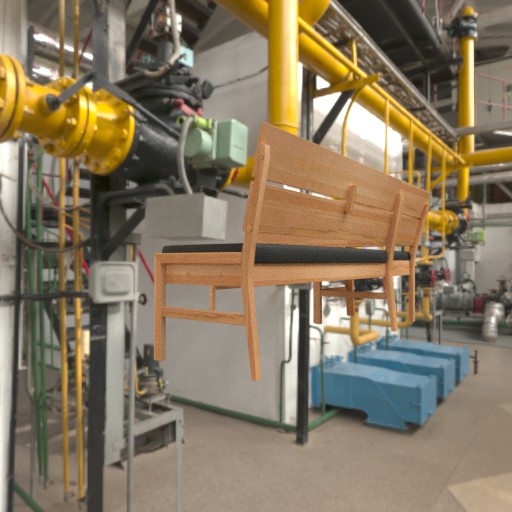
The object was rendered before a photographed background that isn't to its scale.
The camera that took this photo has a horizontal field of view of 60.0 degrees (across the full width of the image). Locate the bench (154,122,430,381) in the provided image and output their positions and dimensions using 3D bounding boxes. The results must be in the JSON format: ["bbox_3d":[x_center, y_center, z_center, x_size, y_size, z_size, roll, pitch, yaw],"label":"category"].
[{"bbox_3d":[0.000,0.000,2.748,1.548,0.890,1.948,-1,-1,37],"label":"bench"}]
